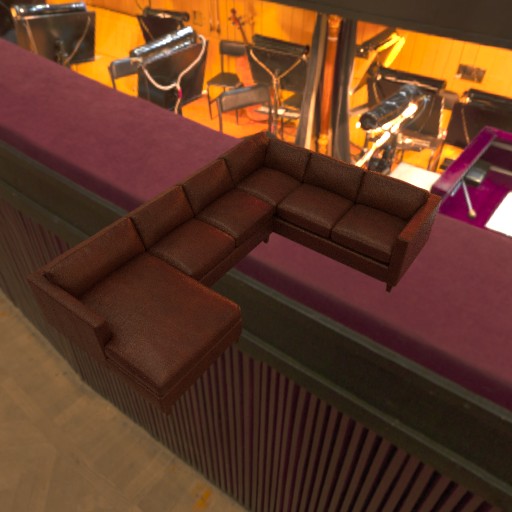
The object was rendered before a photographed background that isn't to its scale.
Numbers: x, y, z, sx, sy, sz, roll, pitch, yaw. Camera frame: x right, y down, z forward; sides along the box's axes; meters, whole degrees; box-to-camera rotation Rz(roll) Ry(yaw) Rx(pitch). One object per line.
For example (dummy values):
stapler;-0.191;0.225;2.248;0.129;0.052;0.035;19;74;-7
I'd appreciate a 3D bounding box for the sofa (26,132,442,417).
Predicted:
sofa;0.000;0.000;4.424;2.452;0.891;3.324;26;48;26
